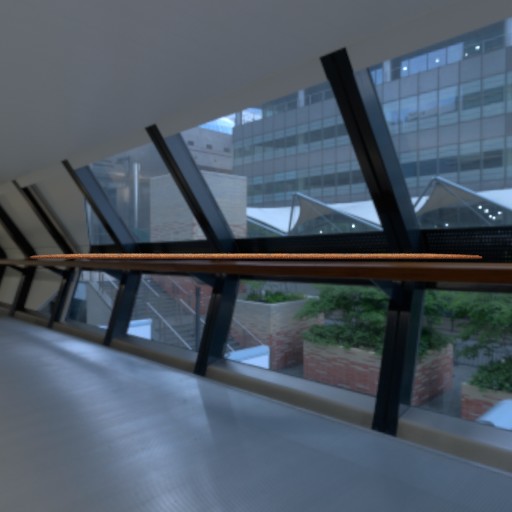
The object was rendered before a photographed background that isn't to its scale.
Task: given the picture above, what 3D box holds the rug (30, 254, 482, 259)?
[{"bbox_3d":[0.000,0.000,2.545,2.274,0.016,0.651,0,1,0],"label":"rug"}]
